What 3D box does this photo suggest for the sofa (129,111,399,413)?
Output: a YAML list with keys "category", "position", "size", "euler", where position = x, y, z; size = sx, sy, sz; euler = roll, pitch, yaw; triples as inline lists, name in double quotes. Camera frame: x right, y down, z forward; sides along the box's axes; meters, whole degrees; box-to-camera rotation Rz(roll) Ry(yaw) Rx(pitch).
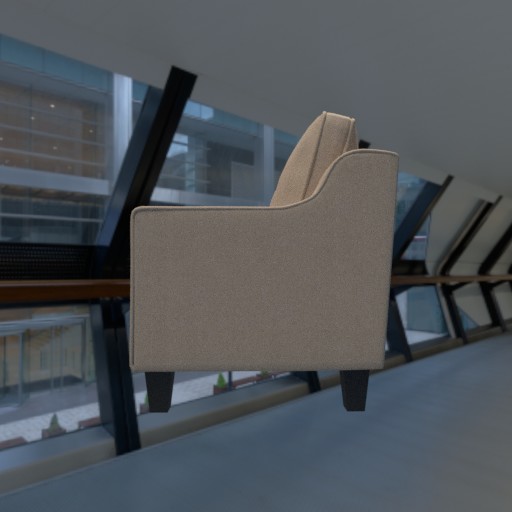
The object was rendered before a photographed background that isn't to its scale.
- category: "sofa"
  position: [0.000, 0.000, 3.391]
  size: [1.351, 1.562, 2.587]
  euler: [0, -1, -1]
